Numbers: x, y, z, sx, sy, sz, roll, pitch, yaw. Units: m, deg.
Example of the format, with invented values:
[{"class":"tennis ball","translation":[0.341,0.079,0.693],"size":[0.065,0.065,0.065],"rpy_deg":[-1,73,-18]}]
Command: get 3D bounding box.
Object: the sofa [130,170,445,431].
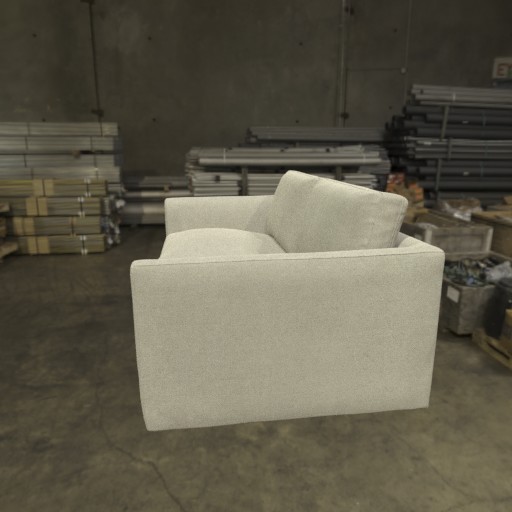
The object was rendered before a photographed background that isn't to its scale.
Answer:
[{"class":"sofa","translation":[0.000,0.000,2.432],"size":[1.091,0.839,1.905],"rpy_deg":[-2,14,-8]}]
